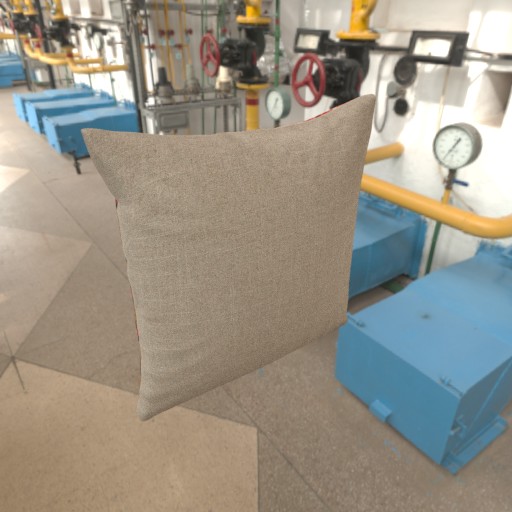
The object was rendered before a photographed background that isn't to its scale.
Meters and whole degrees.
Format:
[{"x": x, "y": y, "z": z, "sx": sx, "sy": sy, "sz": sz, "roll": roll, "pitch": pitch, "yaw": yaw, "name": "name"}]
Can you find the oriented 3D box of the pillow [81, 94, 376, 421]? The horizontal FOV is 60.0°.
[{"x": 0.000, "y": 0.000, "z": 0.786, "sx": 0.513, "sy": 0.511, "sz": 0.158, "roll": -19, "pitch": 34, "yaw": -30, "name": "pillow"}]
